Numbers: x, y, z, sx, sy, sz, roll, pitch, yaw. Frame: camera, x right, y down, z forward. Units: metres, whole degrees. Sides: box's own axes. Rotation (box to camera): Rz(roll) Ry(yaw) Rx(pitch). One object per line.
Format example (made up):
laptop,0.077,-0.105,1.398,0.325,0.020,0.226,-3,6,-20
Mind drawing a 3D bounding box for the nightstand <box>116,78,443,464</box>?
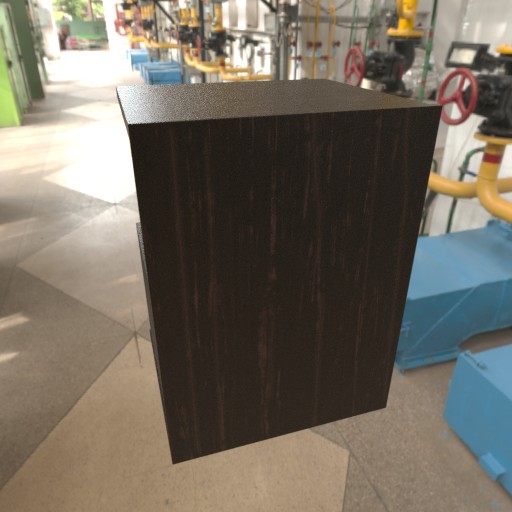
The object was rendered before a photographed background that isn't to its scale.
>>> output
nightstand,0.000,0.000,0.805,0.400,0.559,0.356,-8,29,-16
